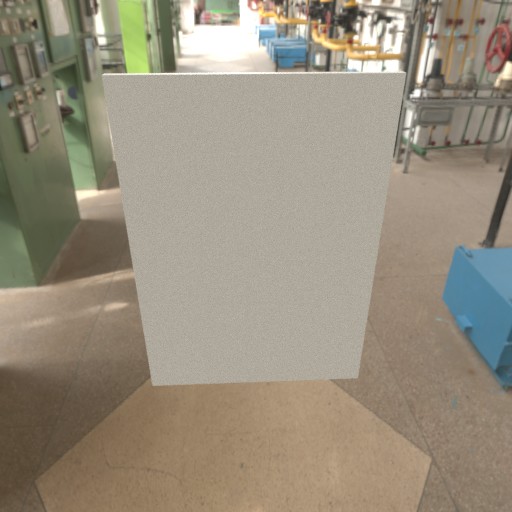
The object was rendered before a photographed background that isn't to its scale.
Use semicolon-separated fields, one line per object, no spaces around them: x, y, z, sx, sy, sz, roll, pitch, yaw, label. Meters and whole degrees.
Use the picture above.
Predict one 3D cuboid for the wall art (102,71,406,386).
0.000;0.000;0.692;0.381;0.533;0.013;-1;30;-2;wall art
